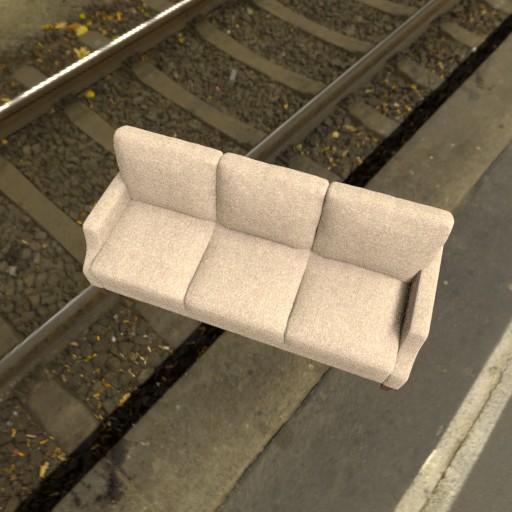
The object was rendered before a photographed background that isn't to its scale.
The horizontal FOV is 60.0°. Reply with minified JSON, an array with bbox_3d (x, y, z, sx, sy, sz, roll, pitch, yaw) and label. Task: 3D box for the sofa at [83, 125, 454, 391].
[{"bbox_3d":[0.000,0.000,2.758,2.115,0.984,0.888,17,60,10],"label":"sofa"}]
